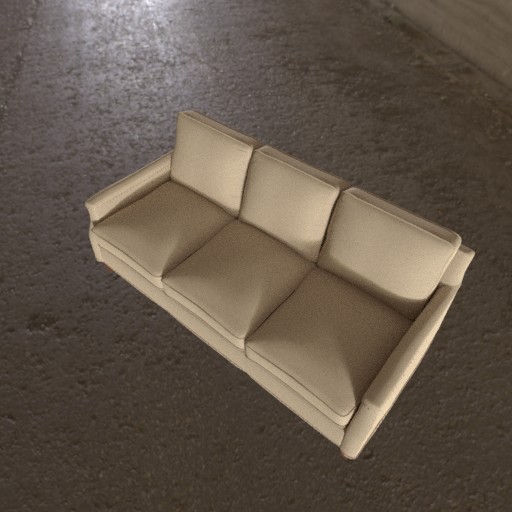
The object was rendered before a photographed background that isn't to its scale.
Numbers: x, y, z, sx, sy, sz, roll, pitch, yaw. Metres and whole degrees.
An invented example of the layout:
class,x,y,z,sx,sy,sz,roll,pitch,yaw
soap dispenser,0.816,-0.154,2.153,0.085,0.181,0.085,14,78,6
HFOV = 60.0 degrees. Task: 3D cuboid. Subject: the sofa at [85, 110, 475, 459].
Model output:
class,x,y,z,sx,sy,sz,roll,pitch,yaw
sofa,0.000,0.000,2.807,2.246,1.003,1.084,32,55,26
